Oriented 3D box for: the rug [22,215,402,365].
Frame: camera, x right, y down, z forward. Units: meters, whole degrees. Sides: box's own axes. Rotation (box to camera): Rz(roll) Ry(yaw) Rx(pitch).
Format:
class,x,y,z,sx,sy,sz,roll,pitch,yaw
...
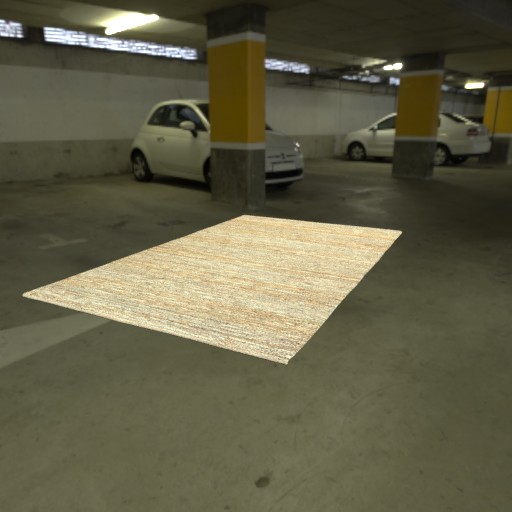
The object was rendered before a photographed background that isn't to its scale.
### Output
class,x,y,z,sx,sy,sz,roll,pitch,yaw
rug,0.000,0.000,3.021,1.529,0.009,2.446,8,18,26
